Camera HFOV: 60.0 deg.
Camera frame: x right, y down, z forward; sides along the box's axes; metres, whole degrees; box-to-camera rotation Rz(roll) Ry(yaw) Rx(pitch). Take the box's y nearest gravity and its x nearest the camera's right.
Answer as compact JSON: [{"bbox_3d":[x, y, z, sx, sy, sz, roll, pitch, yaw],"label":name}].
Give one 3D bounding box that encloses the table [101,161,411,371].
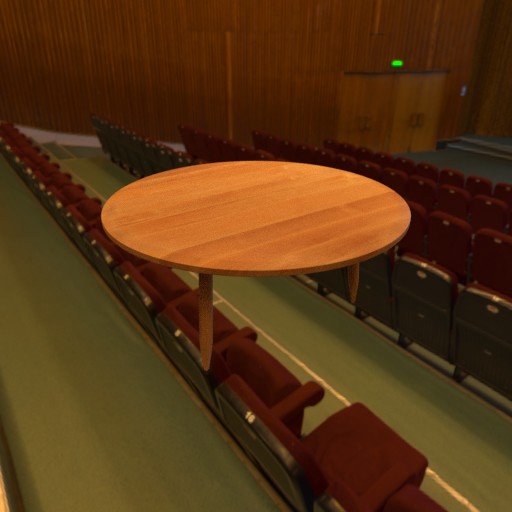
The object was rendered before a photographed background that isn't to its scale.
[{"bbox_3d":[0.000,0.000,1.437,0.900,0.400,0.900,0,27,0],"label":"table"}]
